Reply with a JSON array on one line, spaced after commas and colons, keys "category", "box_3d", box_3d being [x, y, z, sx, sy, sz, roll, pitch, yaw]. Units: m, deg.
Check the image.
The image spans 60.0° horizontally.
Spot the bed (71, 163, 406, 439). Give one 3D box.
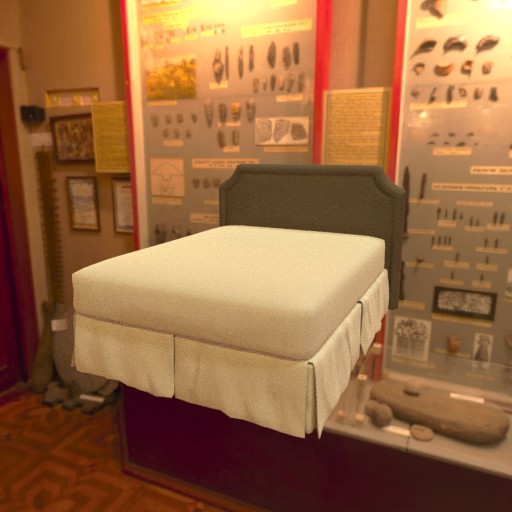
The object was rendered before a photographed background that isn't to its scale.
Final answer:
[{"category": "bed", "box_3d": [0.000, 0.000, 3.330, 1.831, 1.297, 2.181, 6, 15, 25]}]
